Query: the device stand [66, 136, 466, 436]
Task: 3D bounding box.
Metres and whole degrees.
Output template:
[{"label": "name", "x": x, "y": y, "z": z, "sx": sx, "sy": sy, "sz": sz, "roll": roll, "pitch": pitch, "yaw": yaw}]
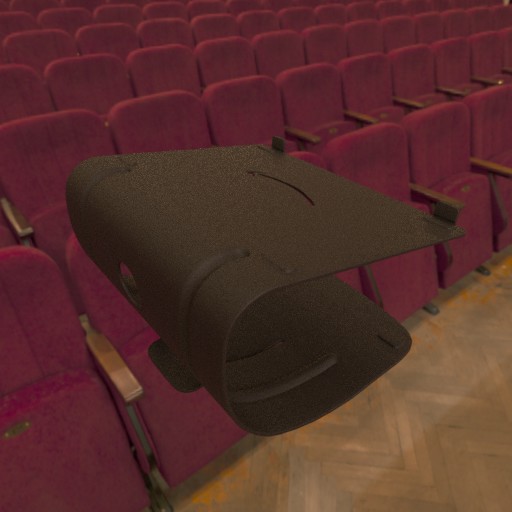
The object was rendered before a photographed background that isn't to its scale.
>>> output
[{"label": "device stand", "x": 0.000, "y": 0.000, "z": 0.395, "sx": 0.236, "sy": 0.155, "sz": 0.256, "roll": -24, "pitch": 41, "yaw": -31}]
